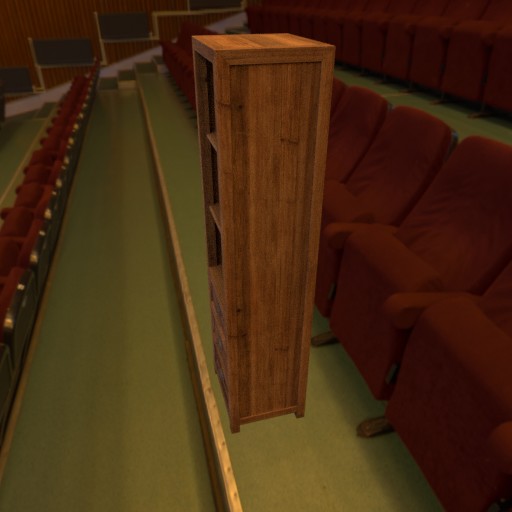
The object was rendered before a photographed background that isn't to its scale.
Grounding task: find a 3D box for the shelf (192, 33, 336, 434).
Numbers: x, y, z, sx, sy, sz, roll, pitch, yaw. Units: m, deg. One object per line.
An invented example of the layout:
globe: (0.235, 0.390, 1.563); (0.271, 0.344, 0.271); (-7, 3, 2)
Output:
shelf: (0.000, 0.000, 2.163); (0.428, 1.900, 0.500); (-8, 32, -13)
